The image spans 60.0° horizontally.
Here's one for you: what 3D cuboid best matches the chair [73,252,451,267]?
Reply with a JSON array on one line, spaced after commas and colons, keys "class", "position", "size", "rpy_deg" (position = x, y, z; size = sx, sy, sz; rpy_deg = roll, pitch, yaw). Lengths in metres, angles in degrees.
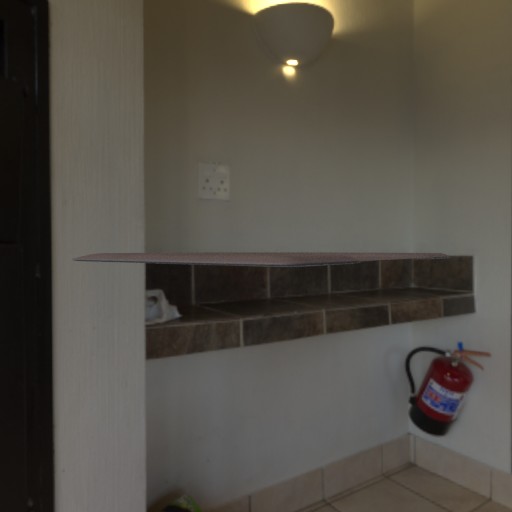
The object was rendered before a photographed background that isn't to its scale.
[{"class": "chair", "position": [0.000, 0.000, 1.831], "size": [1.219, 0.024, 1.372], "rpy_deg": [1, 1, 37]}]
